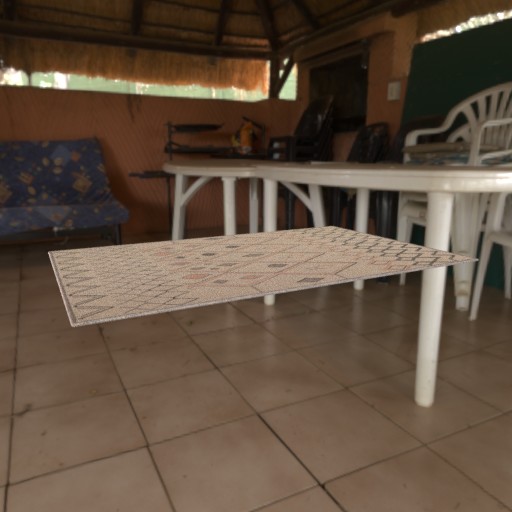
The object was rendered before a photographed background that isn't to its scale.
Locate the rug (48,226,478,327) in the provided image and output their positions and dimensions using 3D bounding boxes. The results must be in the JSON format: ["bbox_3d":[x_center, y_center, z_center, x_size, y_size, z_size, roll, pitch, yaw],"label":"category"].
[{"bbox_3d":[0.000,0.000,2.954,2.438,0.015,1.524,-7,14,-27],"label":"rug"}]
